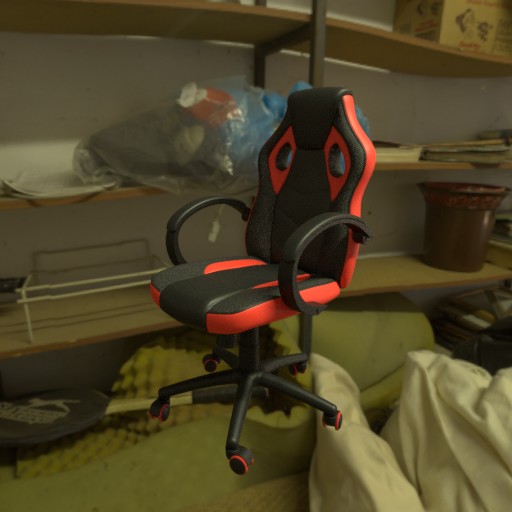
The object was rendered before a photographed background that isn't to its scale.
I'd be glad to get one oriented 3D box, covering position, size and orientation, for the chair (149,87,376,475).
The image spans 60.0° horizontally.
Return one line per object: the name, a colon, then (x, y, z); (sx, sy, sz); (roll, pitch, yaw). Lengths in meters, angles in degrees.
chair: (0.000, 0.000, 1.373); (0.642, 1.016, 0.600); (-15, 21, -43)
